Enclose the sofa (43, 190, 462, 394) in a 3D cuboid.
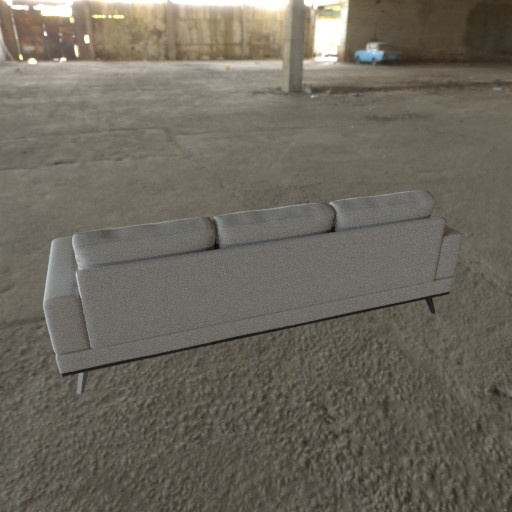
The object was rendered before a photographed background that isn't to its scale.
[{"bbox_3d":[0.000,0.000,2.733,2.310,0.810,0.920,-9,27,-18],"label":"sofa"}]
